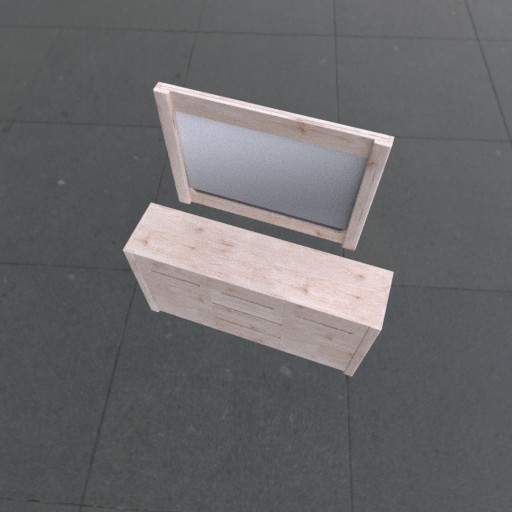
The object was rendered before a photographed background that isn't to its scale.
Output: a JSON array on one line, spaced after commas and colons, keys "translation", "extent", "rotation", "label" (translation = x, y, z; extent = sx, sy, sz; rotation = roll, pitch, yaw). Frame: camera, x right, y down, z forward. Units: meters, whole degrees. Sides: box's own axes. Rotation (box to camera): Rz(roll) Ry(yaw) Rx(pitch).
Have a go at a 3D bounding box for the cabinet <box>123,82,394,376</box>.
[{"translation": [0.000, 0.000, 2.796], "extent": [1.700, 1.981, 0.420], "rotation": [16, 60, 10], "label": "cabinet"}]
